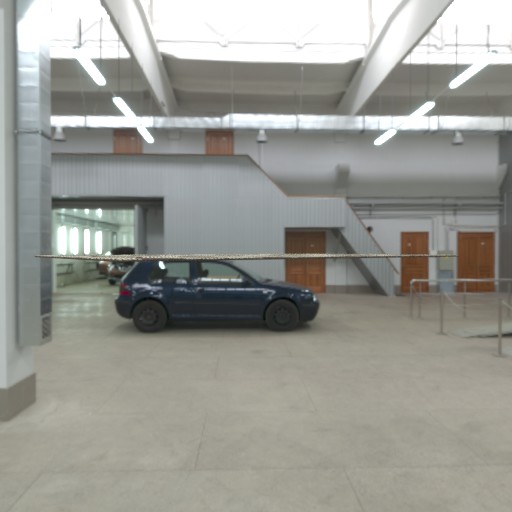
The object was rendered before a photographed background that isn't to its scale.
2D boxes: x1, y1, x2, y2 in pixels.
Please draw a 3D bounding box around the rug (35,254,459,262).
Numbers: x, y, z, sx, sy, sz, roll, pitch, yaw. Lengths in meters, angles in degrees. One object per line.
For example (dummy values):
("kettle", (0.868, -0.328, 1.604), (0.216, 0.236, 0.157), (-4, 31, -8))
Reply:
("rug", (0.000, 0.000, 2.986), (2.435, 0.011, 1.517), (-1, 1, -37))
